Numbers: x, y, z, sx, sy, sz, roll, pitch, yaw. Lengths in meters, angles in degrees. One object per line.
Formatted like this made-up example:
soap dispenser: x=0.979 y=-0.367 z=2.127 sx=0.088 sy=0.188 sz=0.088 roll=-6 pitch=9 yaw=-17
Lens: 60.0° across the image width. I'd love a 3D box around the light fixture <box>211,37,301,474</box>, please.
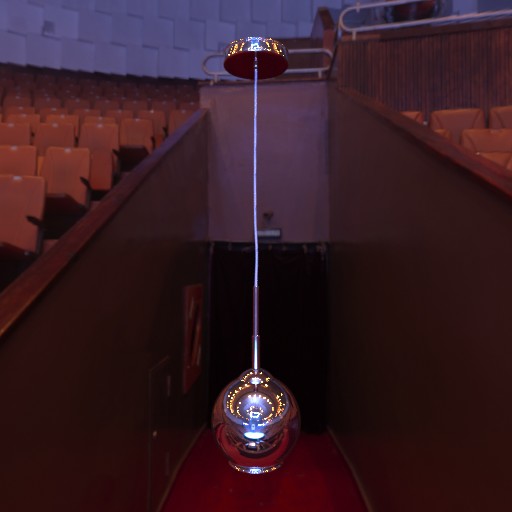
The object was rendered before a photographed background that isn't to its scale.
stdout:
light fixture: x=0.000 y=0.000 z=1.673 sx=0.336 sy=1.538 sz=0.336 roll=0 pitch=-1 yaw=0
